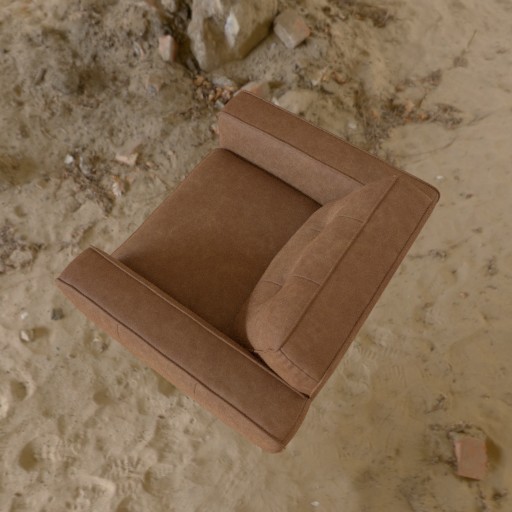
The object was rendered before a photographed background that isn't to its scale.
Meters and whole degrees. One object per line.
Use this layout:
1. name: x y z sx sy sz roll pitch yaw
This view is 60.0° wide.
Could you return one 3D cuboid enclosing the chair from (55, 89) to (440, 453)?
1. chair: 0.000 0.000 1.728 0.952 0.782 1.118 32 68 15
